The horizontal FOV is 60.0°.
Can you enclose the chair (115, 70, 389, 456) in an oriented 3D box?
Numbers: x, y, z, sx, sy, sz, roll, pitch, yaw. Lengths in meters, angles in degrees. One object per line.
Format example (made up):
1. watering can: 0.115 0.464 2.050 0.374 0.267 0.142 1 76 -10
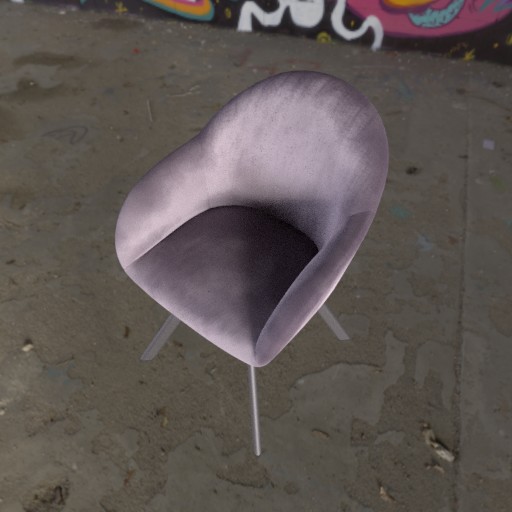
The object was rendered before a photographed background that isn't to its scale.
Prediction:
1. chair: 0.000 0.000 1.189 0.550 0.795 0.590 30 53 26
